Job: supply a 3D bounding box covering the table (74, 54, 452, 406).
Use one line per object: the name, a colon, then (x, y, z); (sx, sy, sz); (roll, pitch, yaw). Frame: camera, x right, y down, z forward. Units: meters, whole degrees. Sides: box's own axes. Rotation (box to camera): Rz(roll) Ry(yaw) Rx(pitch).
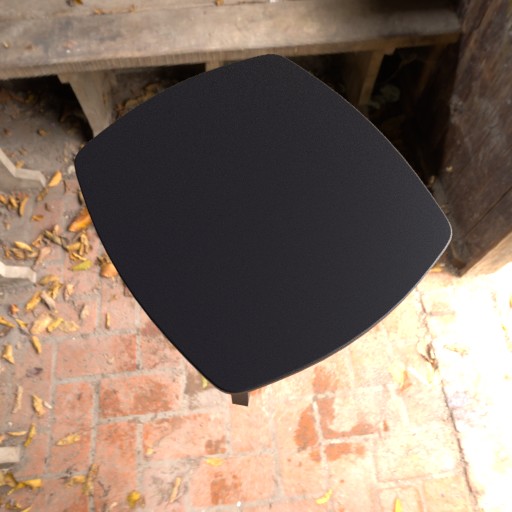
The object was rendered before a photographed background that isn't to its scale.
table: (0.000, 0.000, 0.865); (0.457, 0.457, 0.508); (-33, 70, -14)
